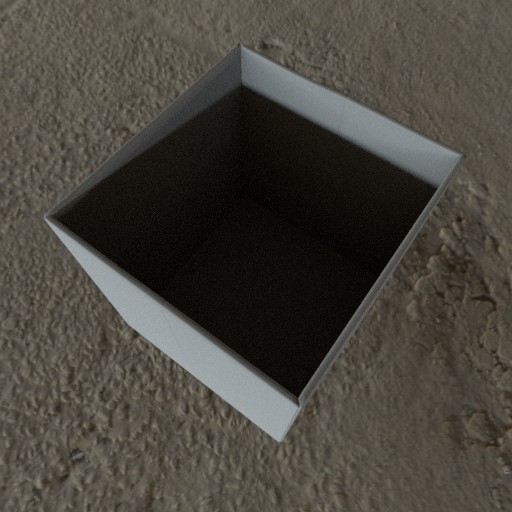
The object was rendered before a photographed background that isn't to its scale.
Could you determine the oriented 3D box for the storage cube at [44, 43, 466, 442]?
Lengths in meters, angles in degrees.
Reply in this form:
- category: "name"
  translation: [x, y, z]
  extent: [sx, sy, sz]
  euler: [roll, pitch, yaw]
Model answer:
- category: "storage cube"
  translation: [0.000, 0.000, 0.500]
  extent: [0.270, 0.280, 0.270]
  euler: [33, 67, 16]
